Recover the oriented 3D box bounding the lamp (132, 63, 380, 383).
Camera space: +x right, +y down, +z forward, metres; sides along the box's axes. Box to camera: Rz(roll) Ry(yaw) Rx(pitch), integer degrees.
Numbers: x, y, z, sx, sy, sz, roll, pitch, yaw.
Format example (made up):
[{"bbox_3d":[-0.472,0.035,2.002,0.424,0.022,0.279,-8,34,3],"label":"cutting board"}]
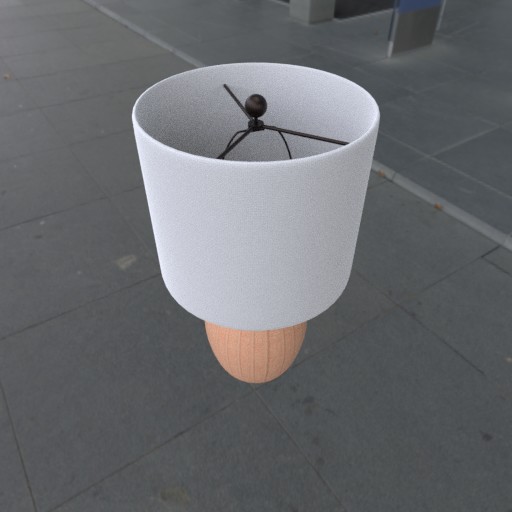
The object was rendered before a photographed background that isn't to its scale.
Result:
[{"bbox_3d":[0.000,0.000,0.777,0.329,0.570,0.329,0,41,0],"label":"lamp"}]
